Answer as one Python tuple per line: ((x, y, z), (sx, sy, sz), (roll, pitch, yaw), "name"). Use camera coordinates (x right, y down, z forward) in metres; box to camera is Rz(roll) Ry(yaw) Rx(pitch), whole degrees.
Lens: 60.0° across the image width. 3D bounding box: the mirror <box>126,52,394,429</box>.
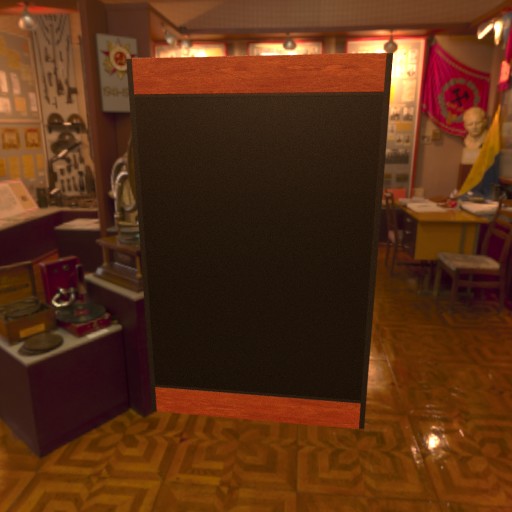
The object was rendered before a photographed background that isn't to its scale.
((0.000, 0.000, 0.996), (0.525, 0.823, 0.047), (2, 16, 8), "mirror")
